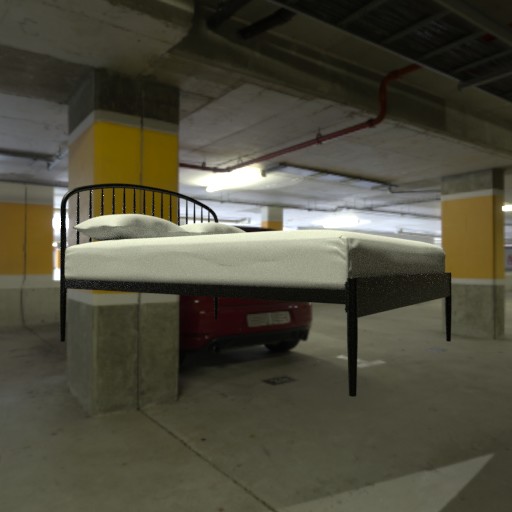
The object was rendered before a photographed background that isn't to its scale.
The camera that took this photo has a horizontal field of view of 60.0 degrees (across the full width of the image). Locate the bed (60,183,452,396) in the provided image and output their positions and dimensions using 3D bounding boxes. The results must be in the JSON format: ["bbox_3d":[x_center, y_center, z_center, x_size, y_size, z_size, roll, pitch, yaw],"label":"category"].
[{"bbox_3d":[0.000,0.000,3.041,2.159,1.166,1.618,-1,-1,36],"label":"bed"}]
